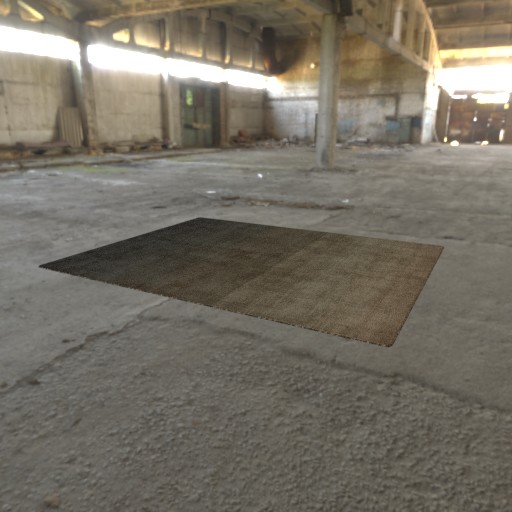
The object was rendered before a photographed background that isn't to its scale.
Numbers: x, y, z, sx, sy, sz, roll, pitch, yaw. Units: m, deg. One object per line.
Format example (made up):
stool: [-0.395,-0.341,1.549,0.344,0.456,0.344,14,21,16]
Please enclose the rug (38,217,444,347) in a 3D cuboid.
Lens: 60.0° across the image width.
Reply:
rug: [0.000,0.000,3.986,2.902,0.017,2.306,9,19,27]
